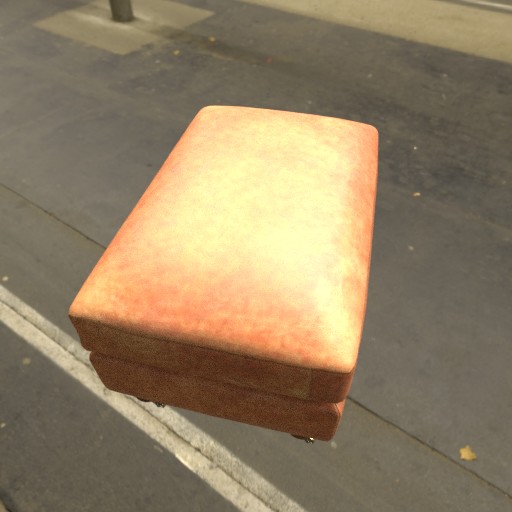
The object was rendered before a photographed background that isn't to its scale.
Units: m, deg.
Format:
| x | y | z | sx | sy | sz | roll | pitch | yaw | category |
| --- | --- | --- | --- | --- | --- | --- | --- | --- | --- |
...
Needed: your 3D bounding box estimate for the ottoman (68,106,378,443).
| x | y | z | sx | sy | sz | roll | pitch | yaw | category |
| --- | --- | --- | --- | --- | --- | --- | --- | --- | --- |
| 0.000 | 0.000 | 1.190 | 0.565 | 0.507 | 0.852 | 10 | 47 | 9 | ottoman |
